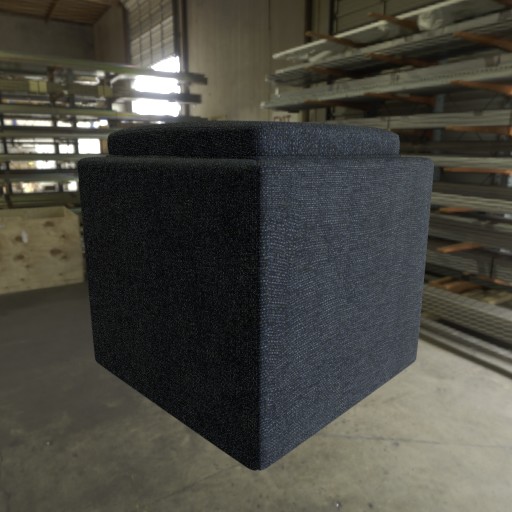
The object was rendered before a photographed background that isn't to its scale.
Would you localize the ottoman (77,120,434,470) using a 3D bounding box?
[{"bbox_3d":[0.000,0.000,0.810,0.450,0.460,0.450,13,18,43],"label":"ottoman"}]
